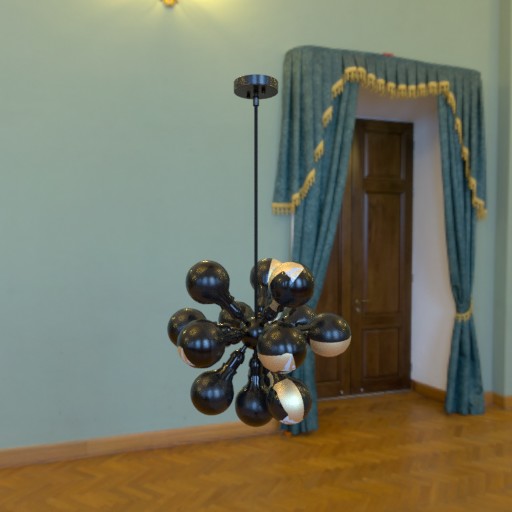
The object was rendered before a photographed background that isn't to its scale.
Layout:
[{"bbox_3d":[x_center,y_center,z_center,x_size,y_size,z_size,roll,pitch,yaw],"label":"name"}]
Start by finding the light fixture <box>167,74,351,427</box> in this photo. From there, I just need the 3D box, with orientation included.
[{"bbox_3d":[0.000,0.000,1.111,0.420,0.859,0.468,-1,2,-18],"label":"light fixture"}]
